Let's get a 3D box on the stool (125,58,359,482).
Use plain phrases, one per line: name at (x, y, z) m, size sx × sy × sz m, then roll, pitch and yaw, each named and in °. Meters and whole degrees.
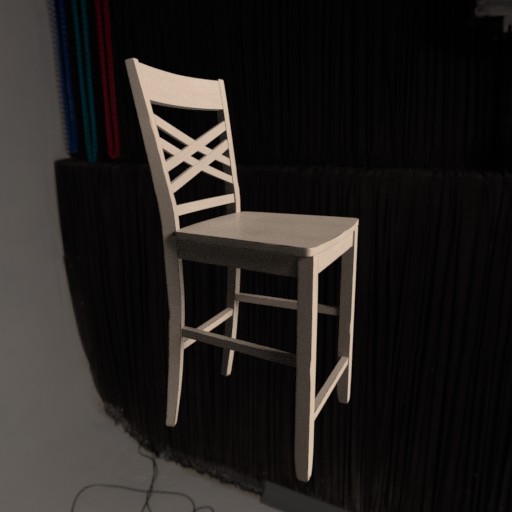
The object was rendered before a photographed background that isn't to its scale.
stool at (0.000, 0.000, 1.343) m, size 0.539 × 1.079 × 0.462 m, roll 7°, pitch 16°, yaw 25°
